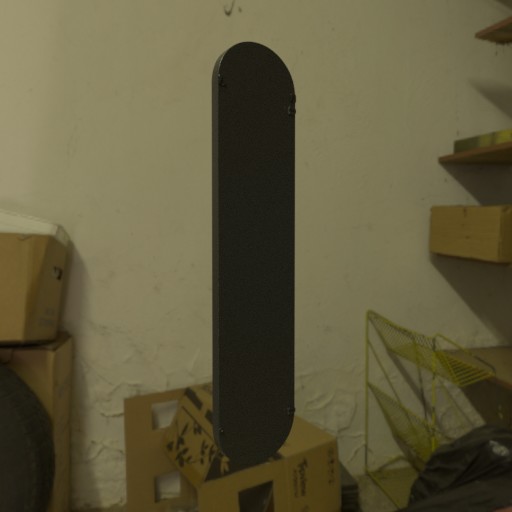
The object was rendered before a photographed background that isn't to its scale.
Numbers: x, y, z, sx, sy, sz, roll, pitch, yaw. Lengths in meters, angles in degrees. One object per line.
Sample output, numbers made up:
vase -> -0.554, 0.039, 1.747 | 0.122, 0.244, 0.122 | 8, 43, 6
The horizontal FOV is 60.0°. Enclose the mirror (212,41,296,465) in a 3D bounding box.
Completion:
mirror -> 0.000, 0.000, 1.054 | 0.222, 0.991, 0.032 | -1, 2, -35
